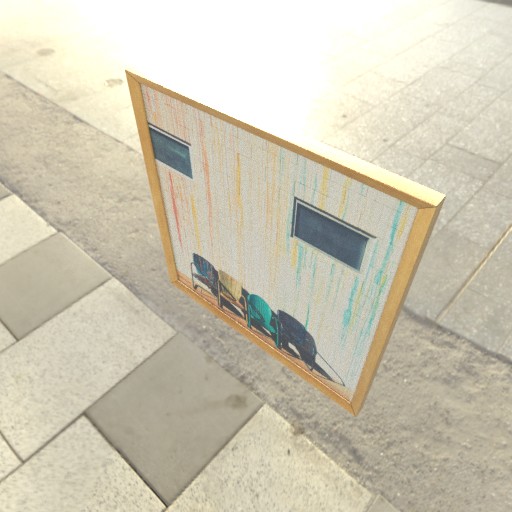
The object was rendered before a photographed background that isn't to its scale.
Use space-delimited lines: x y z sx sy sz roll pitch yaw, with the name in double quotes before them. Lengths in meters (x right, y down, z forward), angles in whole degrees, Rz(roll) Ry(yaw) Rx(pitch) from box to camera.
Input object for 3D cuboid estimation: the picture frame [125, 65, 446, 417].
"picture frame" 0.000 0.000 1.136 0.758 0.761 0.037 31 54 26
